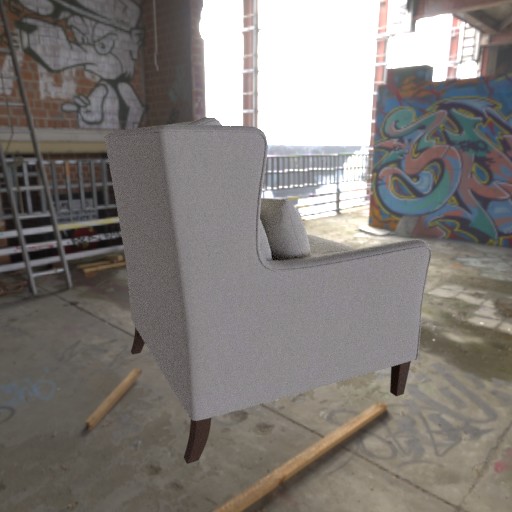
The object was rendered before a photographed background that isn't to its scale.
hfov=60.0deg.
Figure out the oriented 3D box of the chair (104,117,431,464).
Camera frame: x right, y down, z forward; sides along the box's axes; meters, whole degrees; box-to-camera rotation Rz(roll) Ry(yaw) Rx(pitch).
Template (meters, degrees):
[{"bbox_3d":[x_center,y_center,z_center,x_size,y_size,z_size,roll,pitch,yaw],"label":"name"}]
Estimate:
[{"bbox_3d":[0.000,0.000,1.851,1.040,1.056,0.982,-7,16,-26],"label":"chair"}]
